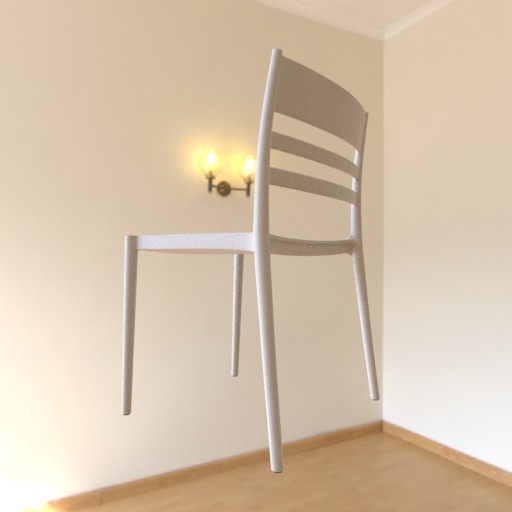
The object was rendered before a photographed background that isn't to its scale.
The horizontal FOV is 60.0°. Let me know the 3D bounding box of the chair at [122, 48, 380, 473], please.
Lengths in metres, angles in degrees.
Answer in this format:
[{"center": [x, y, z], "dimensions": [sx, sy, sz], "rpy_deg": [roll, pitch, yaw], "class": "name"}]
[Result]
[{"center": [0.000, 0.000, 1.164], "dimensions": [0.511, 0.800, 0.531], "rpy_deg": [0, 0, 35], "class": "chair"}]
